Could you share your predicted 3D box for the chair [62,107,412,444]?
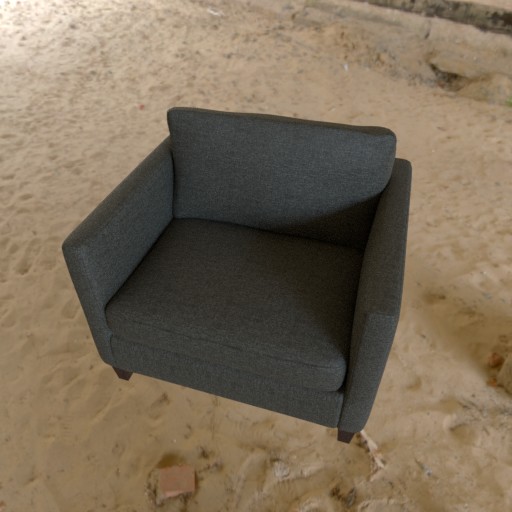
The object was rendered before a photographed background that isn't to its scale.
[{"bbox_3d":[0.000,0.000,1.808,1.107,0.963,0.959,11,42,13],"label":"chair"}]
